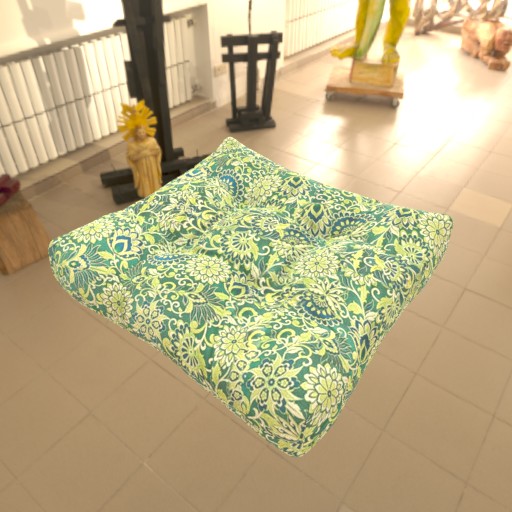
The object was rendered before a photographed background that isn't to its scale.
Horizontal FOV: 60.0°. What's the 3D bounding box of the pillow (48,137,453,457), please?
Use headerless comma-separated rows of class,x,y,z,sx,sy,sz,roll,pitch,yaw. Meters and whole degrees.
pillow,0.000,0.000,0.726,0.490,0.128,0.468,26,48,27
